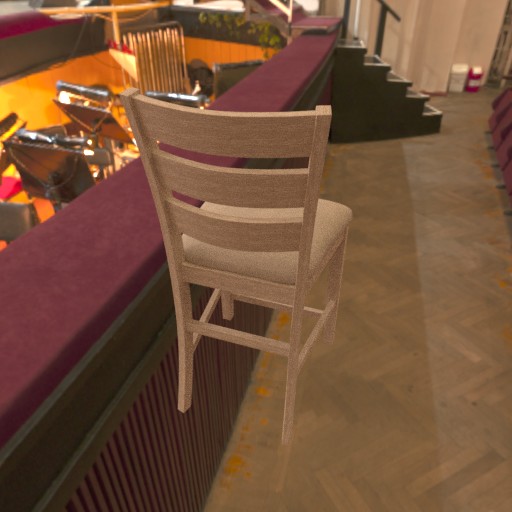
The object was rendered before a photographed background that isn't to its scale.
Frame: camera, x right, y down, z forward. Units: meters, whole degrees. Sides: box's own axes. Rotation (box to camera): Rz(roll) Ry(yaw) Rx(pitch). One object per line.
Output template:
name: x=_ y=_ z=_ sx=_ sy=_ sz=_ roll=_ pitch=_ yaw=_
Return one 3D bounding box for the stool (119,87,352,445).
stool: x=0.000 y=0.000 z=1.333 sx=0.484 sy=1.032 sz=0.569 roll=11 pitch=35 yaw=16
